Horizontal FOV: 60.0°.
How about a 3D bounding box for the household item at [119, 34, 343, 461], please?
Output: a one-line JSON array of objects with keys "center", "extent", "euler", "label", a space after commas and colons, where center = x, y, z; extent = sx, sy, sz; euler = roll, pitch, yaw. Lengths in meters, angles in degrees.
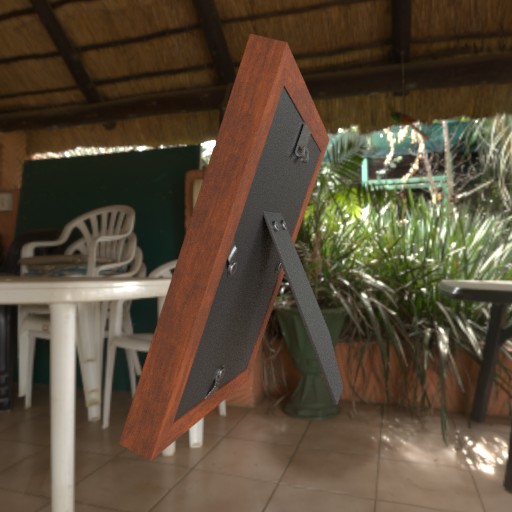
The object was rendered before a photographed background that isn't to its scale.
[{"center": [0.000, 0.000, 0.287], "extent": [0.096, 0.204, 0.160], "euler": [0, -1, 16], "label": "household item"}]
